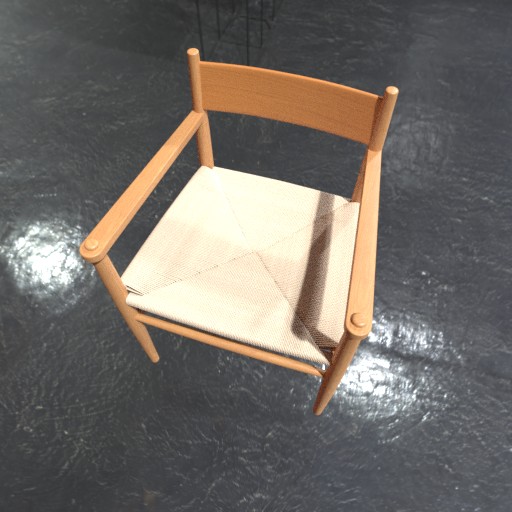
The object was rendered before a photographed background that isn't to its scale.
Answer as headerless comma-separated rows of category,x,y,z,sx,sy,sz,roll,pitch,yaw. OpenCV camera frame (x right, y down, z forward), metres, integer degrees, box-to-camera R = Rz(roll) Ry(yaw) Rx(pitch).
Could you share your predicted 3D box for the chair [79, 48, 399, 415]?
chair,0.000,0.000,1.115,0.556,0.762,0.495,15,59,9
